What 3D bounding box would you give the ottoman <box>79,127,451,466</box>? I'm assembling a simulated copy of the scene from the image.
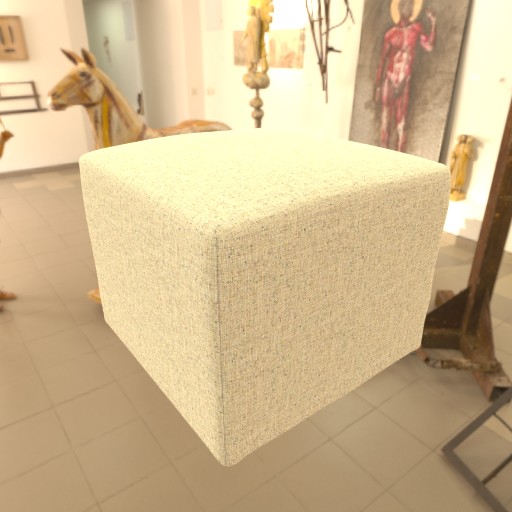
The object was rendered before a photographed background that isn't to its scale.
[{"bbox_3d":[0.000,0.000,0.906,0.512,0.453,0.521,-18,31,-33],"label":"ottoman"}]
